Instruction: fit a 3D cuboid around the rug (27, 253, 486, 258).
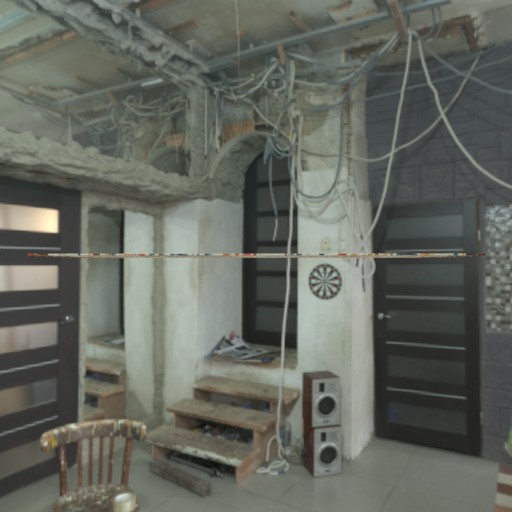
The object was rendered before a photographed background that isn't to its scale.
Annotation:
[{"bbox_3d":[0.000,0.000,2.958,2.682,0.015,0.763,0,-1,1],"label":"rug"}]
